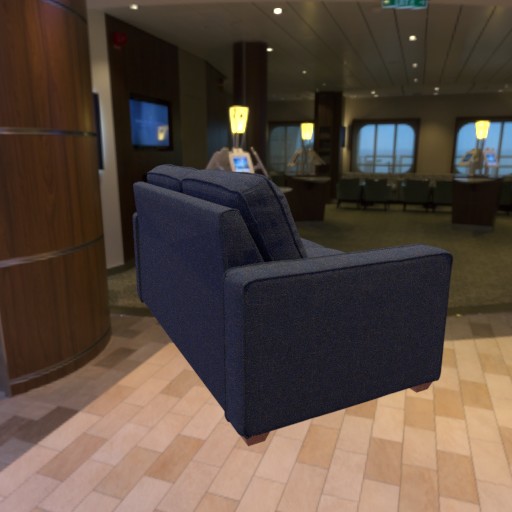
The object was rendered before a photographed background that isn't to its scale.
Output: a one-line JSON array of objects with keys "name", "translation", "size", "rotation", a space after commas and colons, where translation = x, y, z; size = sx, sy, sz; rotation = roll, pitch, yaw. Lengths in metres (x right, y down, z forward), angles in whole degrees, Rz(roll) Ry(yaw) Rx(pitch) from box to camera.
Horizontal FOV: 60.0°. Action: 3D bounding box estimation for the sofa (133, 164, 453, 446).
[{"name": "sofa", "translation": [0.000, 0.000, 2.309], "size": [0.947, 0.918, 1.709], "rotation": [-7, 15, -25]}]
